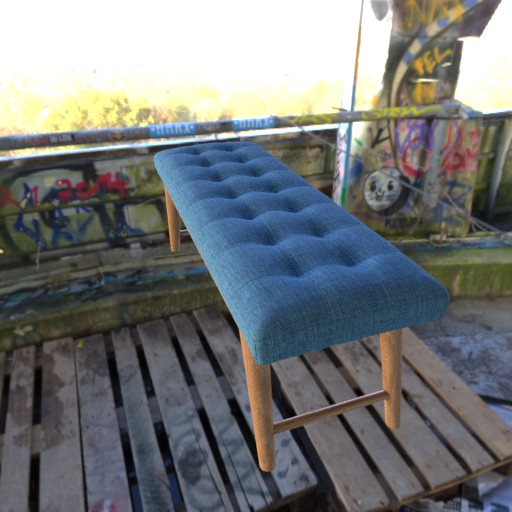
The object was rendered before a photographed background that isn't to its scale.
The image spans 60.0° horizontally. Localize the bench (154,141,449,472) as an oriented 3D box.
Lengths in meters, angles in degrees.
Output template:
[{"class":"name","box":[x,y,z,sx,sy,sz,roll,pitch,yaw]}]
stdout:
[{"class":"bench","box":[0.000,0.000,1.334,0.406,0.432,1.118,-10,31,-17]}]
